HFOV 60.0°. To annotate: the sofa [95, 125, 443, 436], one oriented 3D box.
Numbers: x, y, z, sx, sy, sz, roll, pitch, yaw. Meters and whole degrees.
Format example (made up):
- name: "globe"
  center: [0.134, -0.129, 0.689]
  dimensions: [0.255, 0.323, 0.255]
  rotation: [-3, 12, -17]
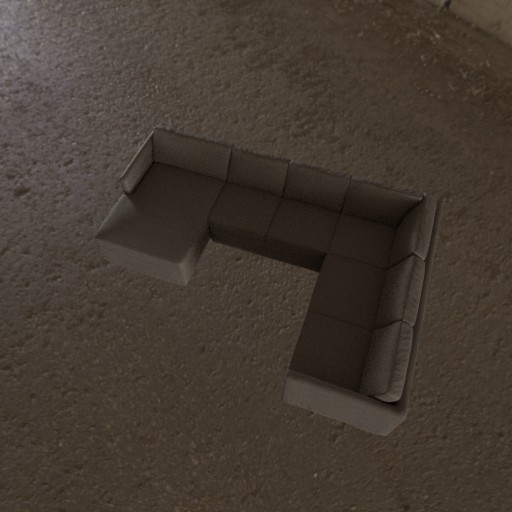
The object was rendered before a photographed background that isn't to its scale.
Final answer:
- name: "sofa"
  center: [0.000, 0.000, 4.712]
  dimensions: [3.528, 0.878, 2.476]
  rotation: [17, 59, 10]
